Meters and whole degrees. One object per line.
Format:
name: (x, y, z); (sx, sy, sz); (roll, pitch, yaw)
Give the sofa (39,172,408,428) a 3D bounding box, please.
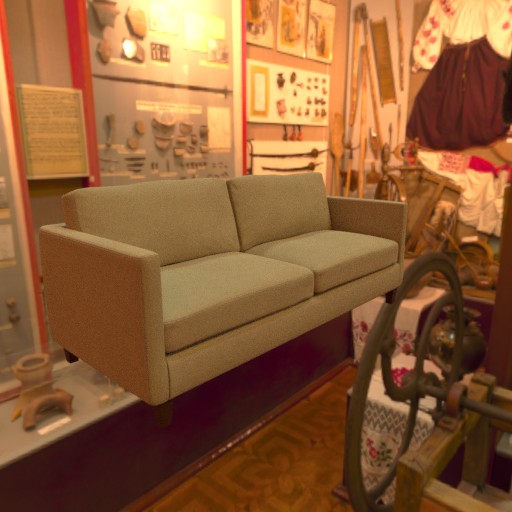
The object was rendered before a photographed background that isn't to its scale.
sofa: (0.000, 0.000, 2.684); (0.948, 0.932, 2.181); (12, 18, 41)
